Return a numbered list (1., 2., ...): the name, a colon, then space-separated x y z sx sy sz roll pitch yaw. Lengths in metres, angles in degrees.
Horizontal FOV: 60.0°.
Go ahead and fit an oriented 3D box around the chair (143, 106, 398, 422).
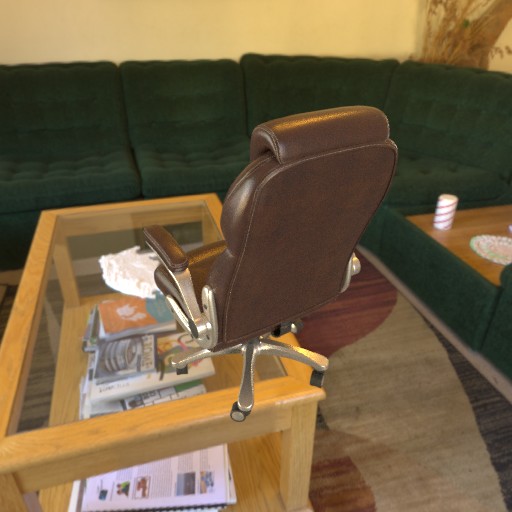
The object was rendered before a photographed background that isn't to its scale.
1. chair: 0.000 0.000 1.651 0.733 1.160 0.774 -19 35 -29
